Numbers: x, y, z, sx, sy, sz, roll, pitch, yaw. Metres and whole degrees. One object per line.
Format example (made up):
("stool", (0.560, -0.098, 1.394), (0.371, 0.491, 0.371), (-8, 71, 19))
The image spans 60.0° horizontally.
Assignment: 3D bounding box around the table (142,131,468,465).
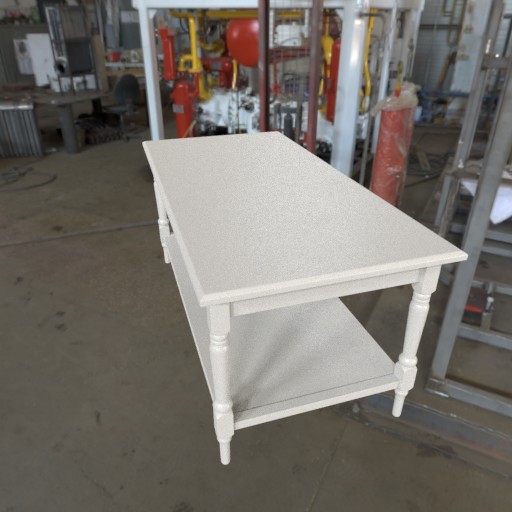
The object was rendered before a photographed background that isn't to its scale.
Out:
("table", (0.000, 0.000, 1.406), (0.551, 0.506, 1.109), (-9, 30, -15))
